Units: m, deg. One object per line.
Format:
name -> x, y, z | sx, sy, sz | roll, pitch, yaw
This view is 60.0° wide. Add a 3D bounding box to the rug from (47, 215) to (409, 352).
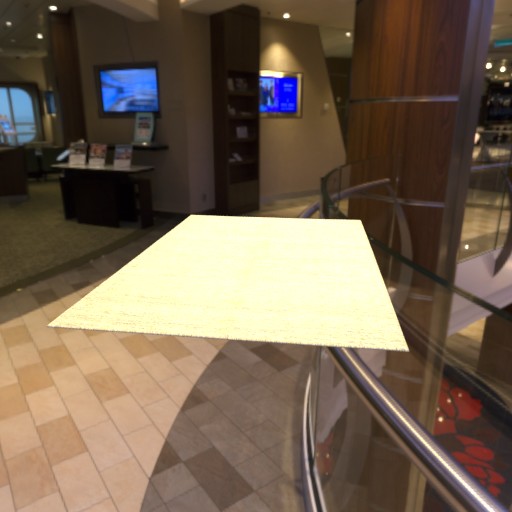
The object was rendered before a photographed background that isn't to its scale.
rug -> 0.000, 0.000, 2.367 | 1.250, 0.015, 1.850 | 2, 18, 8
